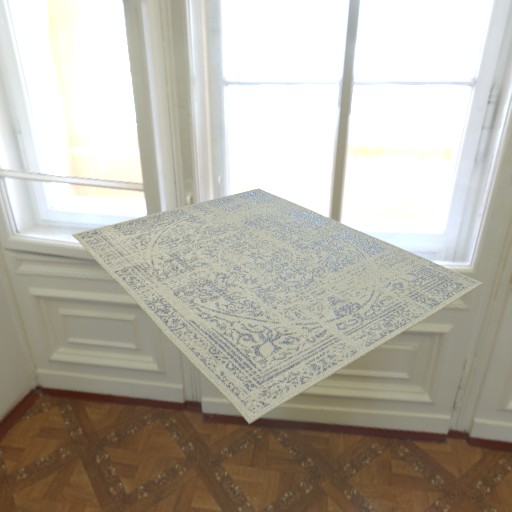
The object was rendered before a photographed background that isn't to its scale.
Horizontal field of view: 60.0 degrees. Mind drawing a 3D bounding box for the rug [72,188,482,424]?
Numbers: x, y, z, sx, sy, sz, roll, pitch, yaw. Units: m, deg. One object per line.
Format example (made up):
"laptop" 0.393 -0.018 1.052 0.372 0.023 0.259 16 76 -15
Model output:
"rug" 0.000 0.000 3.915 2.311 0.032 2.921 -19 33 -33
